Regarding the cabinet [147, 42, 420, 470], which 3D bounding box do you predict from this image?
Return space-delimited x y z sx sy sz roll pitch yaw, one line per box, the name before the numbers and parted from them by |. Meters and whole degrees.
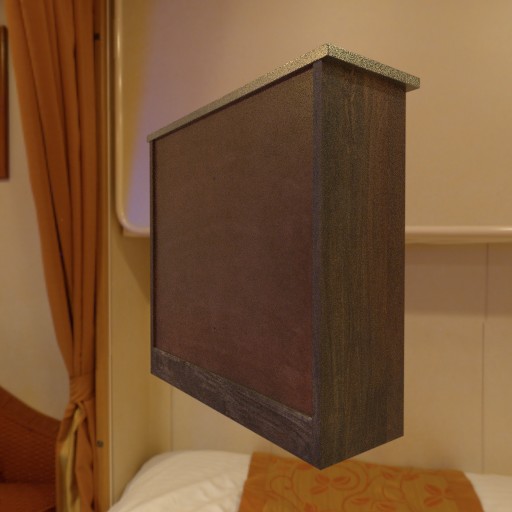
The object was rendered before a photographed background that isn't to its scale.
cabinet | 0.000 0.000 1.431 0.338 0.919 0.968 -1 1 -36
